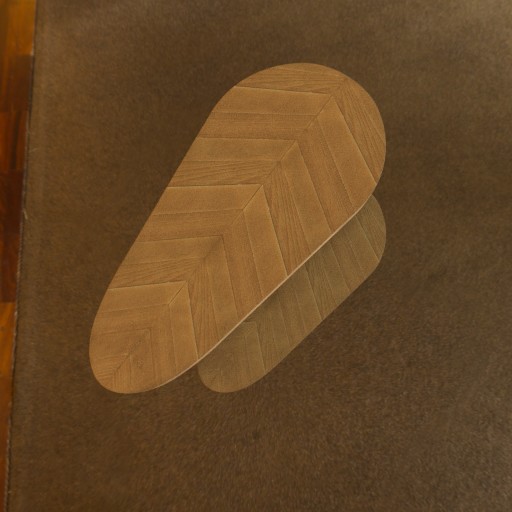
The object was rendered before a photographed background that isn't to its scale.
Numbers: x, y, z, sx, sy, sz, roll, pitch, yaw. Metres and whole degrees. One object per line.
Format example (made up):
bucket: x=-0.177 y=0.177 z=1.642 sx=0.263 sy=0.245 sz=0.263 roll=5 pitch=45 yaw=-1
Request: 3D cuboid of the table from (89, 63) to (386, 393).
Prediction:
table: x=0.000 y=0.000 z=1.587 sx=0.701 sy=0.595 sz=1.190 roll=36 pitch=79 yaw=8
